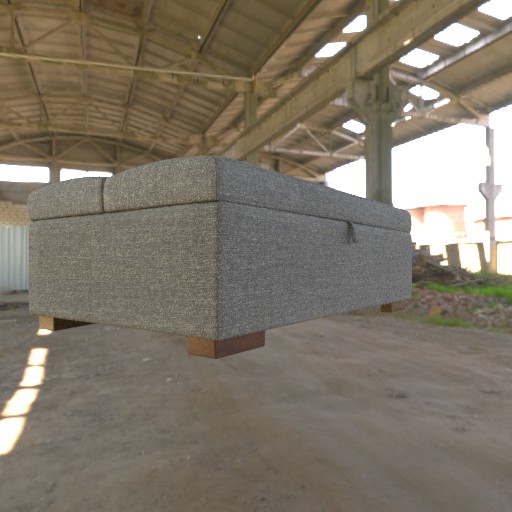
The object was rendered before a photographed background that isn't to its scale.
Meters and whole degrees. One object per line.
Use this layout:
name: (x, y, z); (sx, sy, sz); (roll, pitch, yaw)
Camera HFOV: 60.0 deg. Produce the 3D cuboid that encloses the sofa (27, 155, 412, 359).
sofa: (0.000, 0.000, 1.539); (0.782, 0.417, 1.198); (-1, -1, 36)
